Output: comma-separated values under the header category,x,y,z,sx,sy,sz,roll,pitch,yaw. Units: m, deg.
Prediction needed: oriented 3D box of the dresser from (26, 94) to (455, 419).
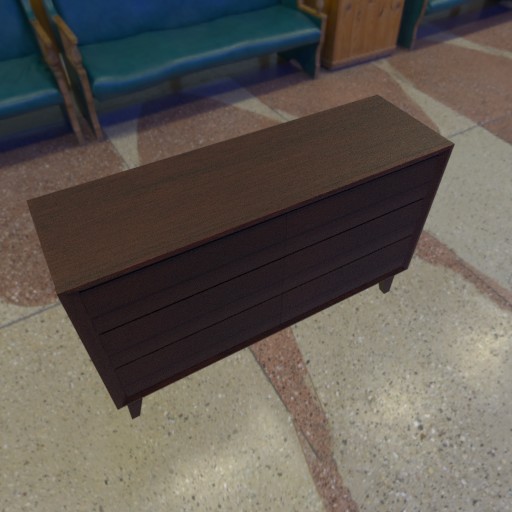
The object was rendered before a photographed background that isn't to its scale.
category,x,y,z,sx,sy,sz,roll,pitch,yaw
dresser,0.000,0.000,2.062,1.609,0.971,0.499,-22,51,-20
